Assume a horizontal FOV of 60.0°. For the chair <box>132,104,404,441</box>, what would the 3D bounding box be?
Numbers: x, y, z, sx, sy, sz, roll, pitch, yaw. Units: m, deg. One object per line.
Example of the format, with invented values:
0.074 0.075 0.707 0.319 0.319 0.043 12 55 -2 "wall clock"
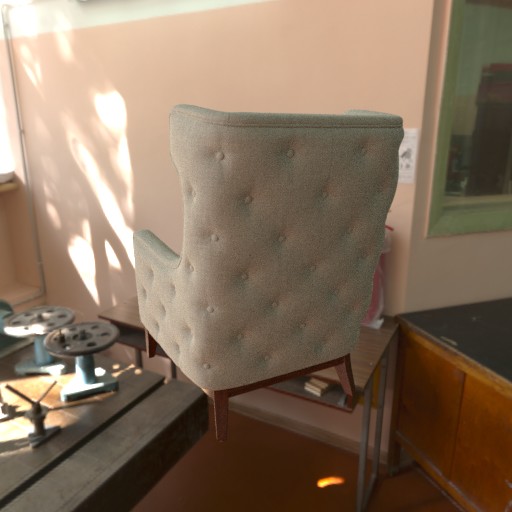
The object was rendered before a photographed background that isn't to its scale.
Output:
0.000 0.000 1.713 0.778 1.079 0.899 -8 18 -27 "chair"
